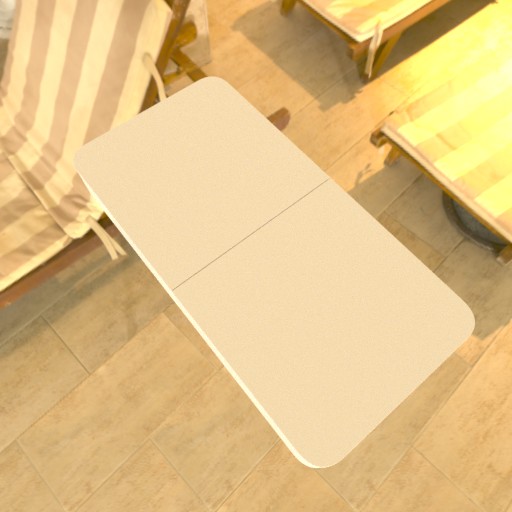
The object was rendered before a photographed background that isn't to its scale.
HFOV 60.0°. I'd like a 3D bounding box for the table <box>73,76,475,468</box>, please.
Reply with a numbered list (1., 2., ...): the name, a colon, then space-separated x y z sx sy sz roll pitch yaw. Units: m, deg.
1. table: 0.000 0.000 1.454 0.600 0.340 1.200 -36 69 -16
